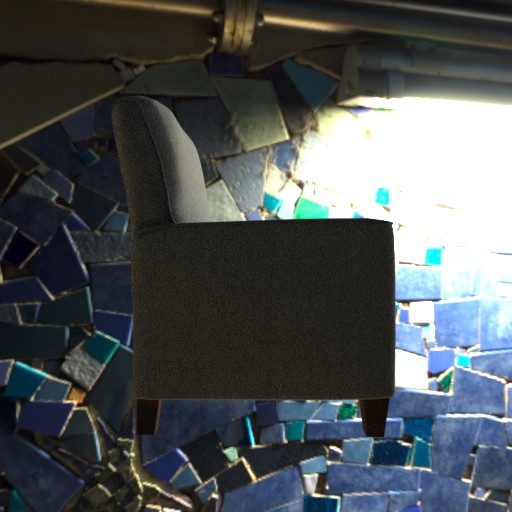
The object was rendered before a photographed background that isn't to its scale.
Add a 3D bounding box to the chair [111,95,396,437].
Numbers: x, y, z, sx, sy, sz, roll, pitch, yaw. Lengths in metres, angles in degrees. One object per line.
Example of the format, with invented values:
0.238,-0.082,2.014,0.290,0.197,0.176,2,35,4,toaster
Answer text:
0.000,0.000,1.642,0.858,1.028,0.841,0,1,1,chair
